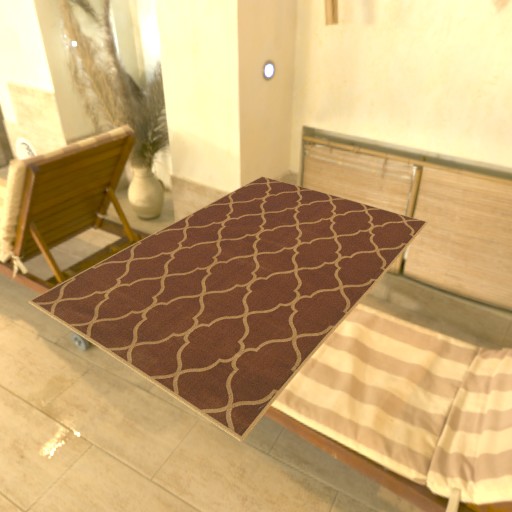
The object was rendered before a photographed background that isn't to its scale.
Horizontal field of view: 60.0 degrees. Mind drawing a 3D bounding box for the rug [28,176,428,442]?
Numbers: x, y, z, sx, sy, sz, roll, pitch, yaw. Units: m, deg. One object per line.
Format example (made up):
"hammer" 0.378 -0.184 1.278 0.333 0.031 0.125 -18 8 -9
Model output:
"rug" 0.000 0.000 2.901 1.526 0.014 2.290 21 38 30
